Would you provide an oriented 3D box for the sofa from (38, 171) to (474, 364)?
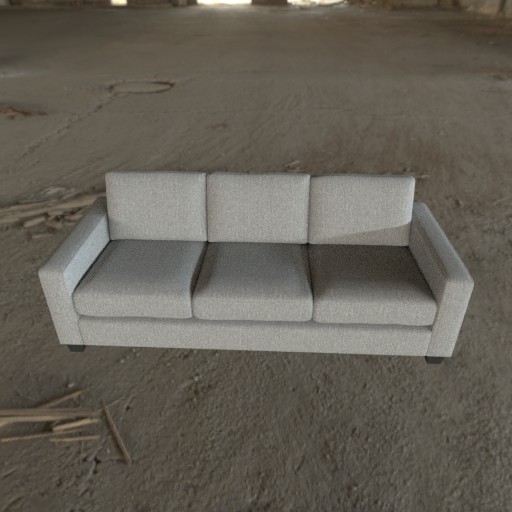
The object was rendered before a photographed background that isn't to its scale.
[{"bbox_3d":[0.000,0.000,2.578,2.120,0.800,0.900,1,32,2],"label":"sofa"}]
